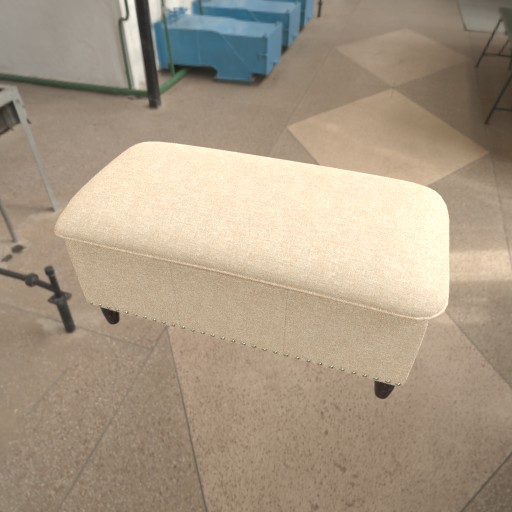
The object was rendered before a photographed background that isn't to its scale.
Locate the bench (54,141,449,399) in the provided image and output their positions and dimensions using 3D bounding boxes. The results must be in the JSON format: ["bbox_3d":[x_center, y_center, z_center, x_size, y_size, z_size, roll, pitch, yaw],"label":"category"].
[{"bbox_3d":[0.000,0.000,1.291,0.991,0.483,0.483,12,43,14],"label":"bench"}]
